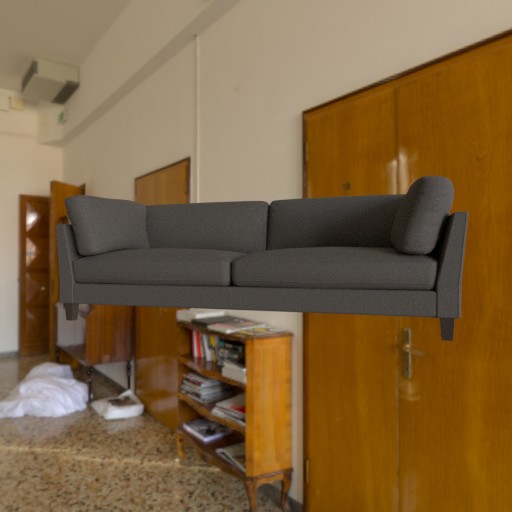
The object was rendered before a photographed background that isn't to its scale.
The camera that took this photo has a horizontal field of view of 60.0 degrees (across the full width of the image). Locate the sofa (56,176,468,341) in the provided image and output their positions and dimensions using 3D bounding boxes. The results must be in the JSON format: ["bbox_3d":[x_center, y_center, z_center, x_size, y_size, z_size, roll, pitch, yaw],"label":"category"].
[{"bbox_3d":[0.000,0.000,2.779,2.312,0.792,0.969,0,0,18],"label":"sofa"}]
